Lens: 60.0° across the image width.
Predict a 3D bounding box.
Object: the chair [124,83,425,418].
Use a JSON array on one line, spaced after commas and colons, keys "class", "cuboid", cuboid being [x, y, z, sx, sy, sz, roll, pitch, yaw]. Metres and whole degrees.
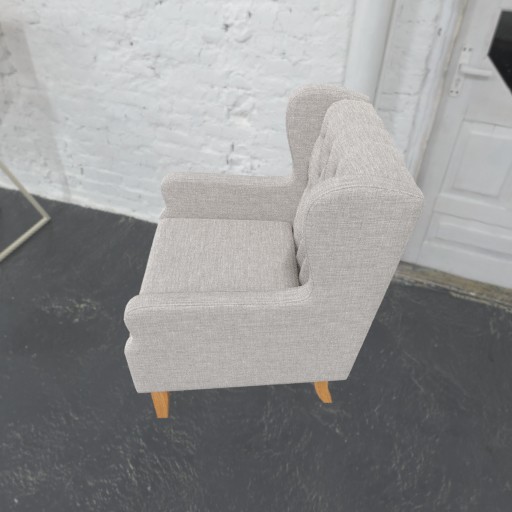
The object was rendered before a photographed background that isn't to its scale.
[{"class": "chair", "cuboid": [0.000, 0.000, 1.488, 0.760, 0.930, 0.710, -1, 40, -1]}]
